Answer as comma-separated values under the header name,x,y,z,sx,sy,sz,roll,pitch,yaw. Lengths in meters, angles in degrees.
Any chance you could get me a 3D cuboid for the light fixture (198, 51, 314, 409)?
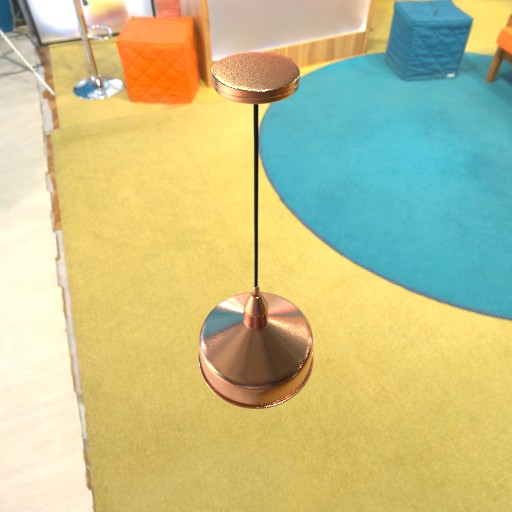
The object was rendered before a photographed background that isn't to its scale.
name,x,y,z,sx,sy,sz,roll,pitch,yaw
light fixture,0.000,0.000,0.888,0.301,0.754,0.301,23,51,20
